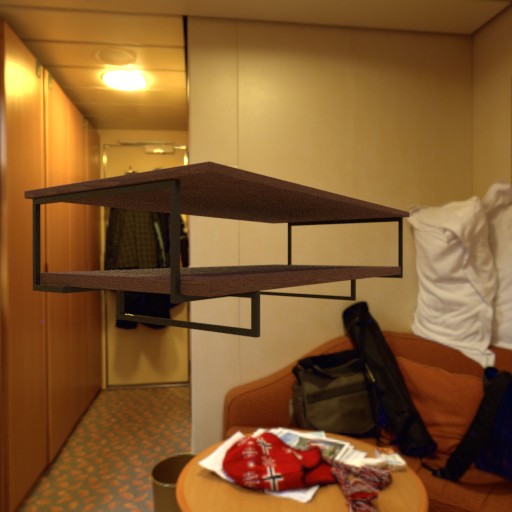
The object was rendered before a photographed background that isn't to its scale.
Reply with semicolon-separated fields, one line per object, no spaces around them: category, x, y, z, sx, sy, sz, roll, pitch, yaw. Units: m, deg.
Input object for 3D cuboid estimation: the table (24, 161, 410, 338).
table;0.000;0.000;1.470;0.651;0.347;1.197;0;0;36
